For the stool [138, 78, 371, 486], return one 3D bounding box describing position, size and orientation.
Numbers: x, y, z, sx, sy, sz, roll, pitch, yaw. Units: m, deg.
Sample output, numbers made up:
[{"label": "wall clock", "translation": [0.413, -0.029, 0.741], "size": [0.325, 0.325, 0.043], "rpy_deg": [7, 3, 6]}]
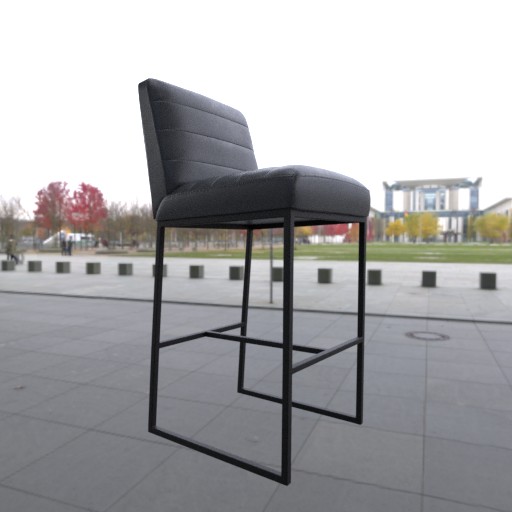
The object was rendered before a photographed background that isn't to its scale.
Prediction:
[{"label": "stool", "translation": [0.000, 0.000, 1.328], "size": [0.552, 1.040, 0.457], "rpy_deg": [2, 3, 36]}]
